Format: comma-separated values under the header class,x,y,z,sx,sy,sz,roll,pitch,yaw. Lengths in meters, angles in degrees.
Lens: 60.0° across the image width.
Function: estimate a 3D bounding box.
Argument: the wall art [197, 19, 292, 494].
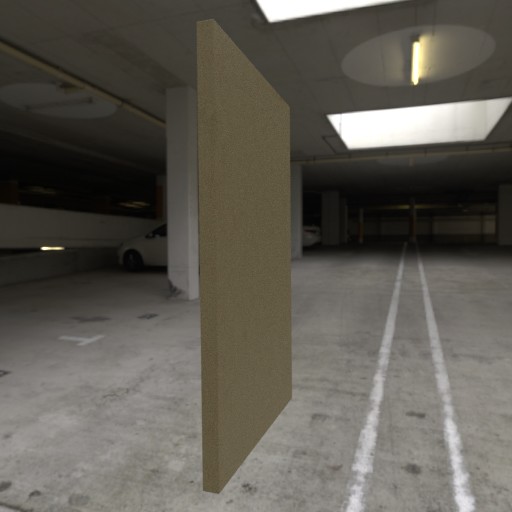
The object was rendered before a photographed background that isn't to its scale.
class,x,y,z,sx,sy,sz,roll,pitch,yaw
wall art,0.000,0.000,1.000,0.039,0.810,0.510,1,2,19
